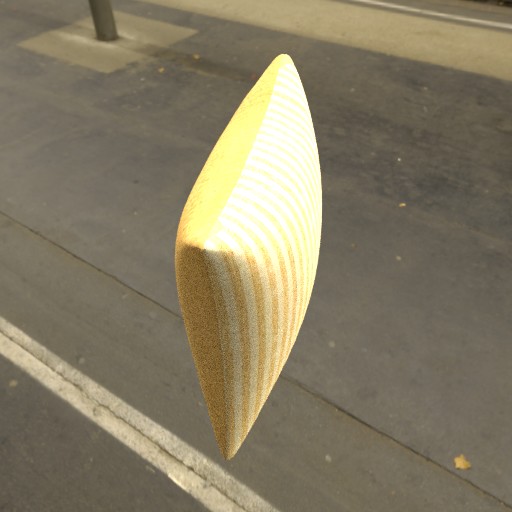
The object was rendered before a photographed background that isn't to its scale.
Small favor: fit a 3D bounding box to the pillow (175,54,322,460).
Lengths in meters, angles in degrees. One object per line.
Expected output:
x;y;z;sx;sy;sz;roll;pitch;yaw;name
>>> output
0.000;0.000;0.625;0.173;0.407;0.419;8;45;8;pillow
